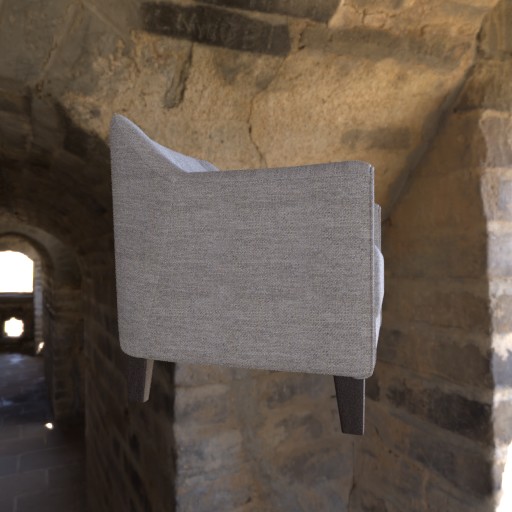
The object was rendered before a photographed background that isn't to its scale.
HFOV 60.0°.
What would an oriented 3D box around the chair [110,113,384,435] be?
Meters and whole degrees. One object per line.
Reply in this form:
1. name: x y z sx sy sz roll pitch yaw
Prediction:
1. chair: 0.000 0.000 1.382 0.758 0.761 0.796 0 -1 17
